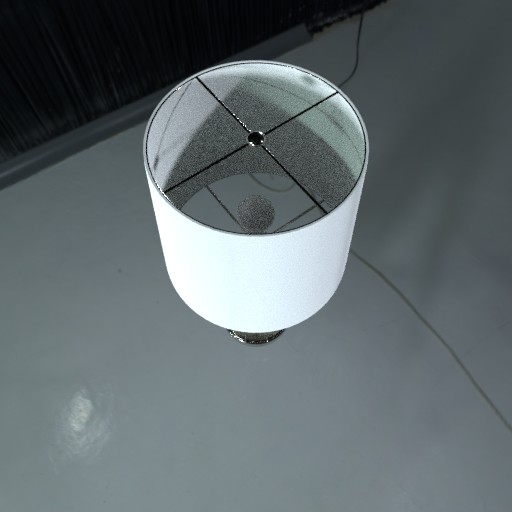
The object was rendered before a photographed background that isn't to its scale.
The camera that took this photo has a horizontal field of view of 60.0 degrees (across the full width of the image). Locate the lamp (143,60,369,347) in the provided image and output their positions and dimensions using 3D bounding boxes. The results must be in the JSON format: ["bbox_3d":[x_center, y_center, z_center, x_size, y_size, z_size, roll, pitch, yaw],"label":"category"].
[{"bbox_3d":[0.000,0.000,0.781,0.303,0.618,0.303,0,64,0],"label":"lamp"}]
